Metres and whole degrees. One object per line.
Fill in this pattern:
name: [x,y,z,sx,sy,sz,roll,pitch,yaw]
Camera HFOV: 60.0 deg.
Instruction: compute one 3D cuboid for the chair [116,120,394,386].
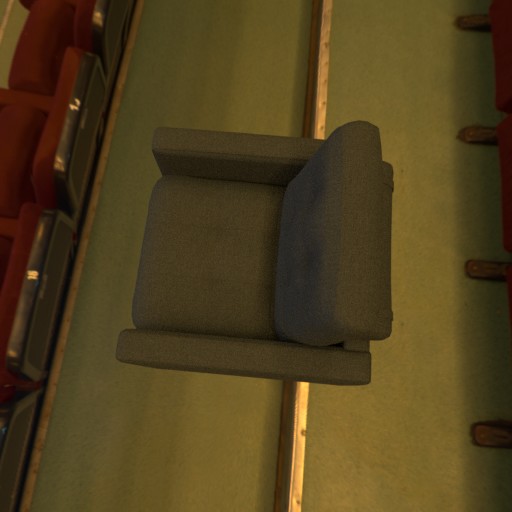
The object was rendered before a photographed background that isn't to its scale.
chair: [0.000,0.000,1.565,0.843,0.880,0.821,5,74,1]
